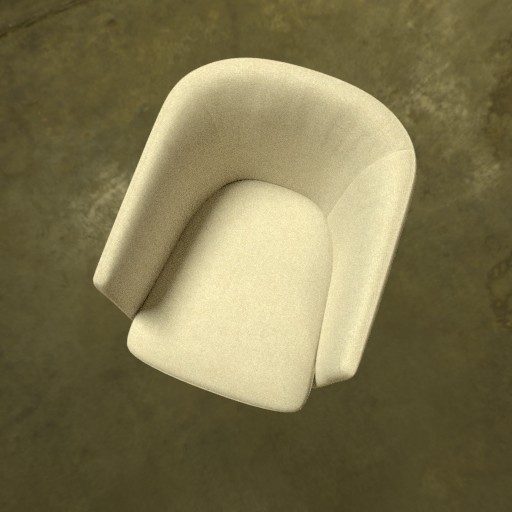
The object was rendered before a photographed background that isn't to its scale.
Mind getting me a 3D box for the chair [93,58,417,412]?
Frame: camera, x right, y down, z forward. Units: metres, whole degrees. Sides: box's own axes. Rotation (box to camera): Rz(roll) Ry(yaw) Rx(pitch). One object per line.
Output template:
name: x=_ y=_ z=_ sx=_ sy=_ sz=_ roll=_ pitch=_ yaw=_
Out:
chair: x=0.000 y=0.000 z=1.601 sx=0.822 sy=0.861 sz=0.986 roll=19 pitch=77 yaw=5
